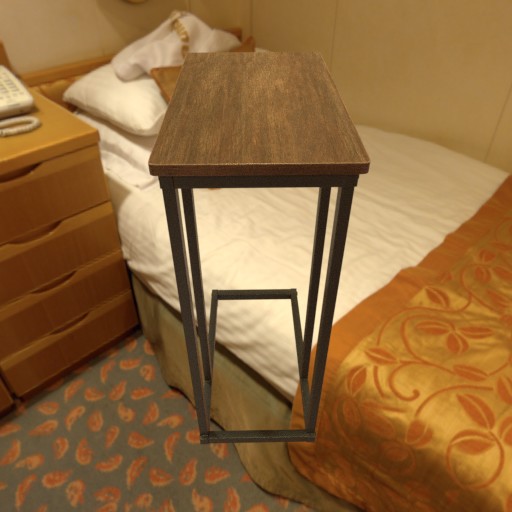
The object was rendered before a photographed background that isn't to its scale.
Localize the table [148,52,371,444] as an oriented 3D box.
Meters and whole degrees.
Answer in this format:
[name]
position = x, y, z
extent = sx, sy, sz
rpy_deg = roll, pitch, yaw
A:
[table]
position = 0.000, 0.000, 0.874
extent = 0.254, 0.637, 0.450
rpy_deg = -1, 39, -1
